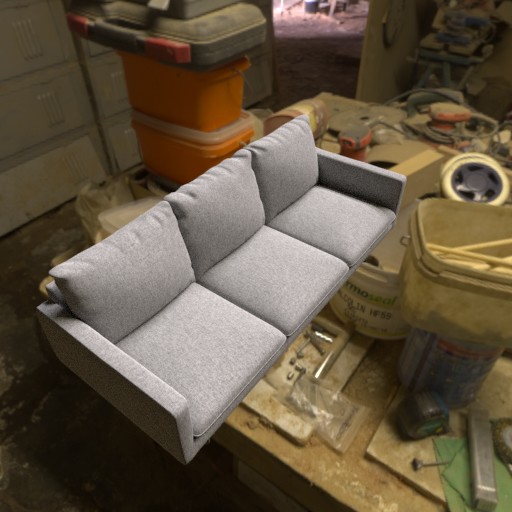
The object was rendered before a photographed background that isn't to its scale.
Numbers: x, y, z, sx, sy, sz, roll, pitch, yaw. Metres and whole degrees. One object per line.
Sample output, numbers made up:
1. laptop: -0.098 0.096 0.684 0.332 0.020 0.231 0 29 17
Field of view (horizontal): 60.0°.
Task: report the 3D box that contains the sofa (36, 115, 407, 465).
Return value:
1. sofa: 0.000 0.000 2.386 0.850 0.830 2.000 26 47 27
